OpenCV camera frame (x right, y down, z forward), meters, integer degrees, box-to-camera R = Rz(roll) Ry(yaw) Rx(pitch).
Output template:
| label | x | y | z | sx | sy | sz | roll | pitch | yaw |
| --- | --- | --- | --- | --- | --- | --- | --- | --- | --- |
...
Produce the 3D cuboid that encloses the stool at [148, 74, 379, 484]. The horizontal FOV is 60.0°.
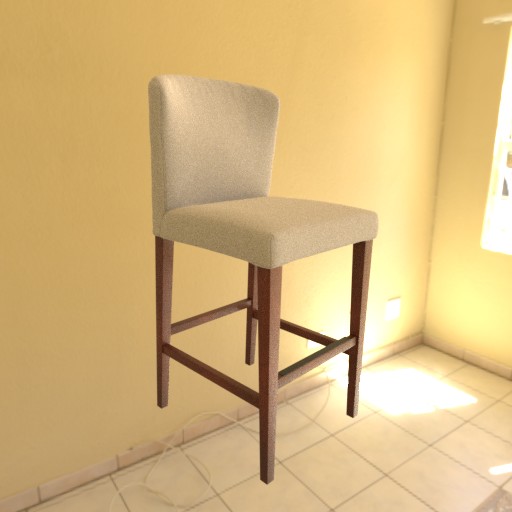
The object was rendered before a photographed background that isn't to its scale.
| label | x | y | z | sx | sy | sz | roll | pitch | yaw |
| --- | --- | --- | --- | --- | --- | --- | --- | --- | --- |
| stool | 0.000 | 0.000 | 1.351 | 0.568 | 1.069 | 0.479 | 14 | 20 | 43 |
